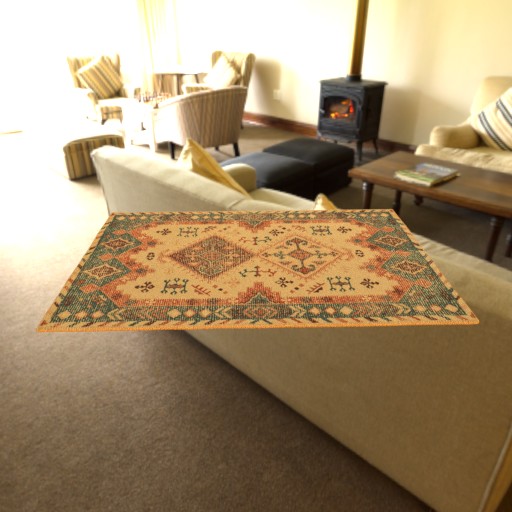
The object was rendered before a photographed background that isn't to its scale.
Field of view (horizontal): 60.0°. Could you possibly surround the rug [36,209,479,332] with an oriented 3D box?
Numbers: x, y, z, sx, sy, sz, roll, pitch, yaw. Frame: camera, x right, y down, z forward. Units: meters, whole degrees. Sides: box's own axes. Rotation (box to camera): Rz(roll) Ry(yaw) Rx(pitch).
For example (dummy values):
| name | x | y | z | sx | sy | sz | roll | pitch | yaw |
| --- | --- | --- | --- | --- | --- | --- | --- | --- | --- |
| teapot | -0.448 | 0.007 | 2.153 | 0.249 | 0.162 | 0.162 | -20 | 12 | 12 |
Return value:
| name | x | y | z | sx | sy | sz | roll | pitch | yaw |
| --- | --- | --- | --- | --- | --- | --- | --- | --- | --- |
| rug | 0.000 | 0.000 | 2.357 | 1.840 | 0.015 | 1.225 | -1 | 29 | -2 |
